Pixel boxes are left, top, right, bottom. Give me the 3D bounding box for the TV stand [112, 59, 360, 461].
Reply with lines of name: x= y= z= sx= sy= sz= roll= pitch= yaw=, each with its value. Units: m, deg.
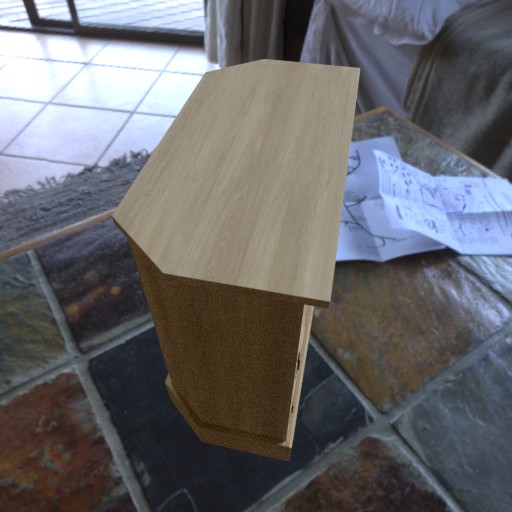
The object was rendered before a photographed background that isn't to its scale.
TV stand: x=0.000 y=0.000 z=1.301 sx=0.425 sy=0.781 sz=0.851 roll=9 pitch=48 yaw=8
